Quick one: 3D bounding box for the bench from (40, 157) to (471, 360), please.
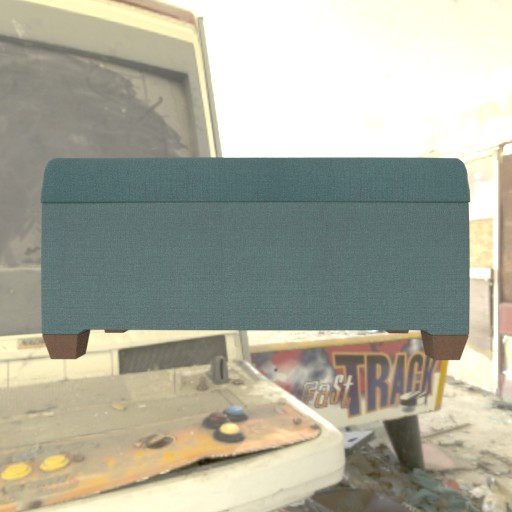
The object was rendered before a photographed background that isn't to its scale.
[{"bbox_3d":[0.000,0.000,1.217,0.995,0.474,0.476,0,0,1],"label":"bench"}]
